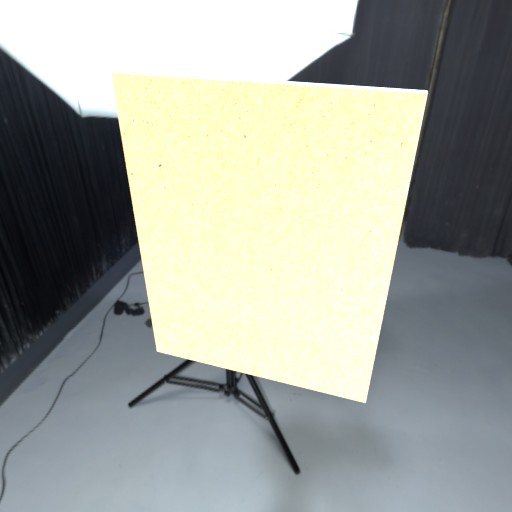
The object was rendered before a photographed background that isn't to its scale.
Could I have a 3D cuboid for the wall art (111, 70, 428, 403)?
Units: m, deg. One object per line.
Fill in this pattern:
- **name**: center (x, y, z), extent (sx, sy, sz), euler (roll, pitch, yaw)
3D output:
- **wall art**: center (0.000, 0.000, 0.819), extent (0.481, 0.613, 0.020), euler (10, 34, 15)
